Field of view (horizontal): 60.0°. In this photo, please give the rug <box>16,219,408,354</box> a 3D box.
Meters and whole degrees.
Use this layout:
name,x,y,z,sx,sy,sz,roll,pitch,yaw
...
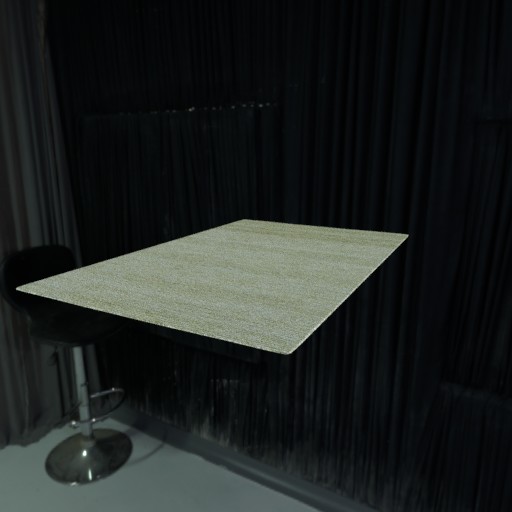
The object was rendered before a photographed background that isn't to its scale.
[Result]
name,x,y,z,sx,sy,sz,roll,pitch,yaw
rug,0.000,0.000,2.168,1.143,0.010,1.758,8,16,27
